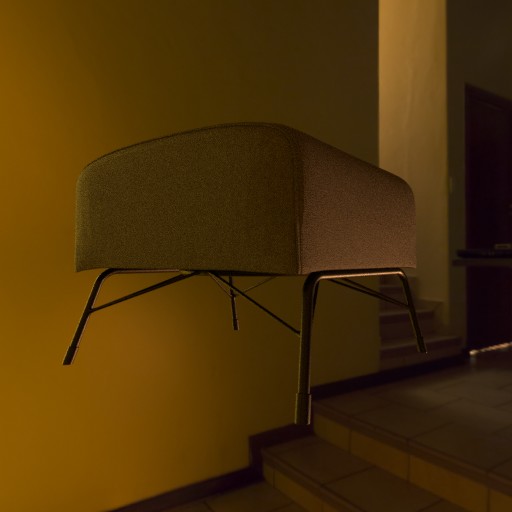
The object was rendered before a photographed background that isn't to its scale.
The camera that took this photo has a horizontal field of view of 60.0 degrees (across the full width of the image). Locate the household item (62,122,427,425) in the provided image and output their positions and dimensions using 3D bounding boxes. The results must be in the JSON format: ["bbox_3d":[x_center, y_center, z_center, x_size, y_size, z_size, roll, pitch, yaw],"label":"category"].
[{"bbox_3d":[0.000,0.000,0.896,0.530,0.410,0.530,0,-1,36],"label":"household item"}]
